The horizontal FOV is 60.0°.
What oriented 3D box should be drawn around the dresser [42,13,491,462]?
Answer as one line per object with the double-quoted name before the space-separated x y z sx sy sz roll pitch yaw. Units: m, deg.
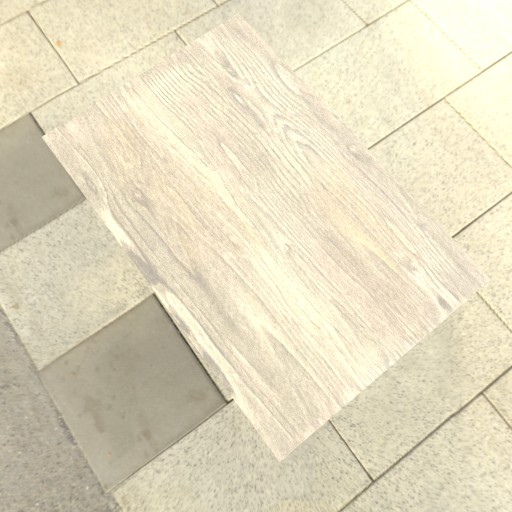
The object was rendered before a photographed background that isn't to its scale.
"dresser" 0.000 0.000 1.270 0.529 0.762 0.809 -37 77 -10
